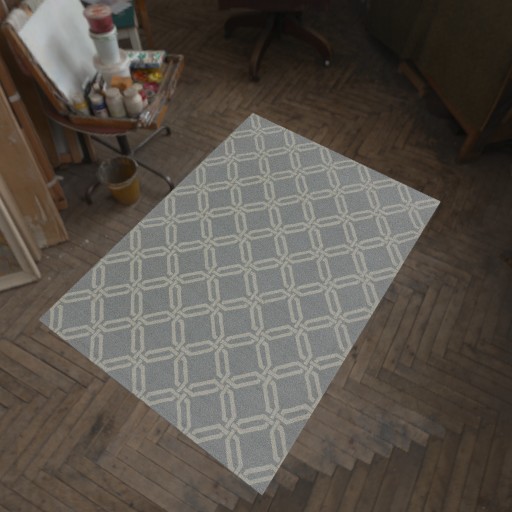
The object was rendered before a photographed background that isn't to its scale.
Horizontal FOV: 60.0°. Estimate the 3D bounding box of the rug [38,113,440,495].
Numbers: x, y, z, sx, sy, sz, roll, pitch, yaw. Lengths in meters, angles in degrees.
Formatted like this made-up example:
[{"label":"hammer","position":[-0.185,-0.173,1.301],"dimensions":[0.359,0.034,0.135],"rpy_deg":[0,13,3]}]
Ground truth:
[{"label":"rug","position":[0.000,0.000,4.349],"dimensions":[2.438,0.013,3.353],"rpy_deg":[31,63,18]}]
